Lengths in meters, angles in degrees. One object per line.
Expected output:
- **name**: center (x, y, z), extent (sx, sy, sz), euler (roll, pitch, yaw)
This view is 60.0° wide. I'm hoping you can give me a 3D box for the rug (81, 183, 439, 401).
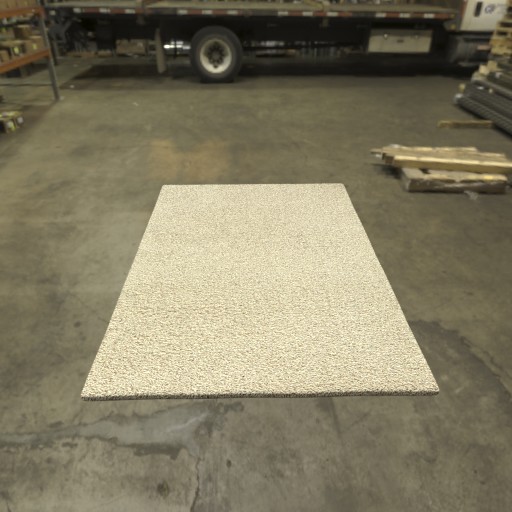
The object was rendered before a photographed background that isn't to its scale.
- **rug**: center (0.000, 0.000, 2.247), extent (1.219, 0.030, 1.778), euler (-1, 32, -1)
